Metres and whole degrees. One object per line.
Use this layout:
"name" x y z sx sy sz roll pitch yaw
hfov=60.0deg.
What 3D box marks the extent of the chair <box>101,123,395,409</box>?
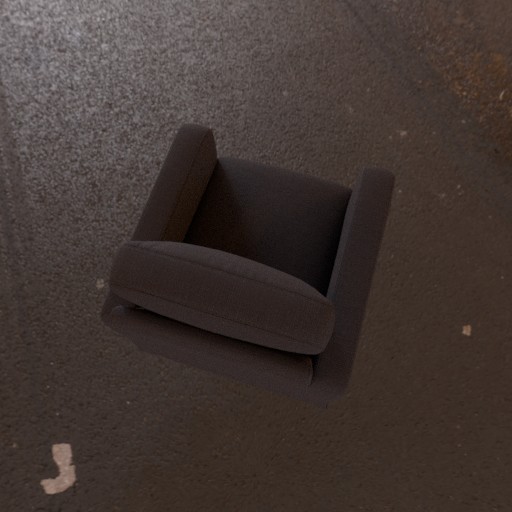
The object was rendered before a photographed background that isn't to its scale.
"chair" 0.000 0.000 1.547 0.798 0.855 0.863 15 65 8
